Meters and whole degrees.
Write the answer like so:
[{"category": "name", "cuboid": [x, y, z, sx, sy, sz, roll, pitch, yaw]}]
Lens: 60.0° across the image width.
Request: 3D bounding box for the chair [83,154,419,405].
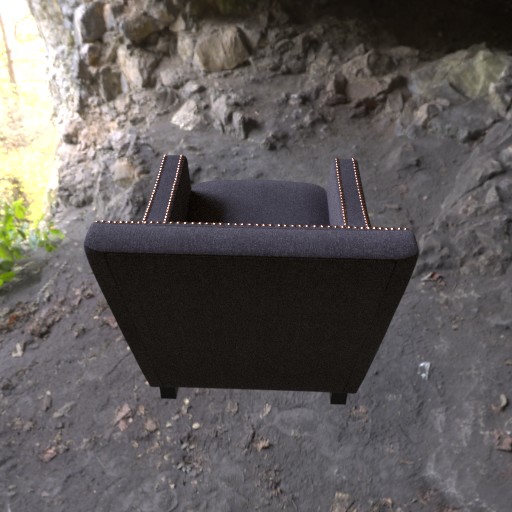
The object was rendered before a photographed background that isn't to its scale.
[{"category": "chair", "cuboid": [0.000, 0.000, 1.621, 0.776, 0.967, 0.884, 1, 47, 1]}]
